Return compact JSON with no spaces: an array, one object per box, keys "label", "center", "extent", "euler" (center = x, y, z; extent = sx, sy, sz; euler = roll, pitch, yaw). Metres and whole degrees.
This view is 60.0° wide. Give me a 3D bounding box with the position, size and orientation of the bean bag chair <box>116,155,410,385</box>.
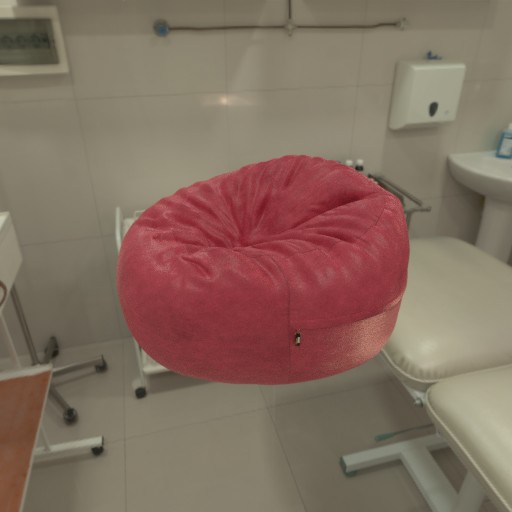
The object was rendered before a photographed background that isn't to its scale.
[{"label":"bean bag chair","center":[0.000,0.000,2.492],"extent":[1.524,0.878,1.524],"euler":[-8,31,-13]}]
